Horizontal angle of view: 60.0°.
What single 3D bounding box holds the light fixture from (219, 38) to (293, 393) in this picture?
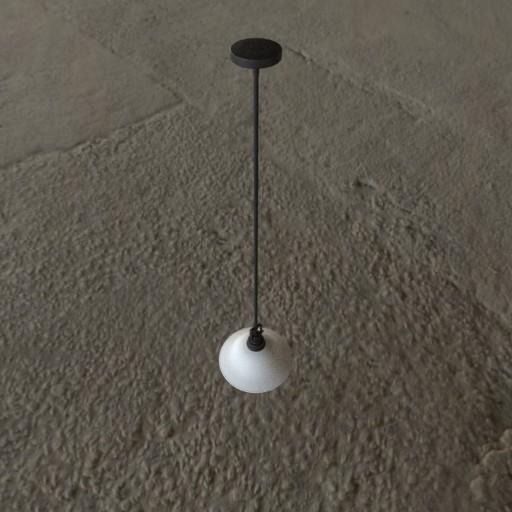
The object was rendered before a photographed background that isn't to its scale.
[{"bbox_3d":[0.000,0.000,1.455,0.324,1.337,0.324,-31,55,-25],"label":"light fixture"}]
